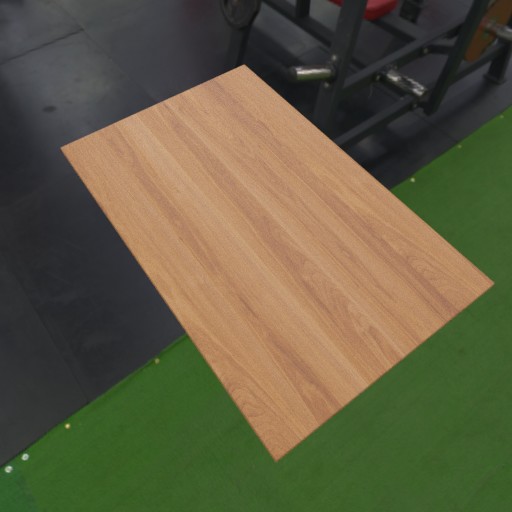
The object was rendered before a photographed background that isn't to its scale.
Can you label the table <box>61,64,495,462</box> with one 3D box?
[{"bbox_3d":[0.000,0.000,1.466,0.700,0.510,1.100,-32,64,-18],"label":"table"}]
